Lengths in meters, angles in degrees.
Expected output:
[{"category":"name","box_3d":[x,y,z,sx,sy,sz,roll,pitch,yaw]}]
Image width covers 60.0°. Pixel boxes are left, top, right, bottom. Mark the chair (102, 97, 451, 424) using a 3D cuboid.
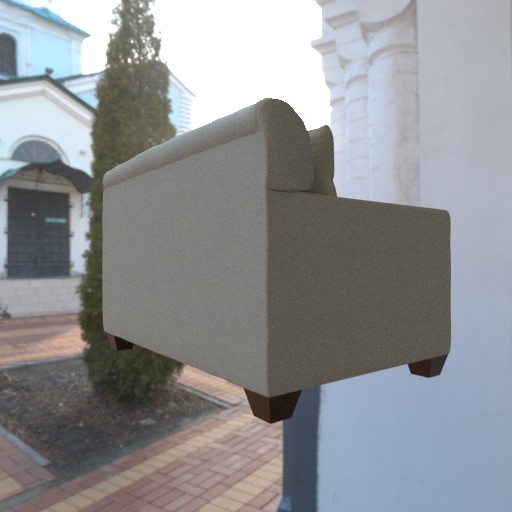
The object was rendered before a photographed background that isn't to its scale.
[{"category":"chair","box_3d":[0.000,0.000,2.034,1.000,0.948,1.383,0,0,-37]}]
